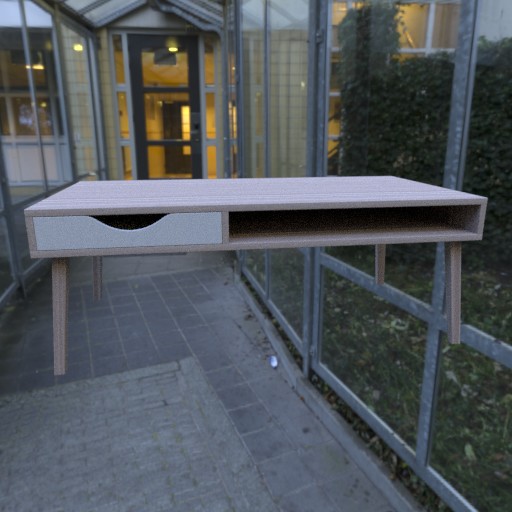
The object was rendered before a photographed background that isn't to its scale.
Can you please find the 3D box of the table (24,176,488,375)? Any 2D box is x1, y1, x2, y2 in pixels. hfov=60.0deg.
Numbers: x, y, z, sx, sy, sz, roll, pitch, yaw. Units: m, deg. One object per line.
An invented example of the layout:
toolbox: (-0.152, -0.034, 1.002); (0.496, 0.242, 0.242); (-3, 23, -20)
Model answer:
table: (0.000, 0.000, 1.477); (1.200, 0.450, 0.600); (-2, 16, -9)
